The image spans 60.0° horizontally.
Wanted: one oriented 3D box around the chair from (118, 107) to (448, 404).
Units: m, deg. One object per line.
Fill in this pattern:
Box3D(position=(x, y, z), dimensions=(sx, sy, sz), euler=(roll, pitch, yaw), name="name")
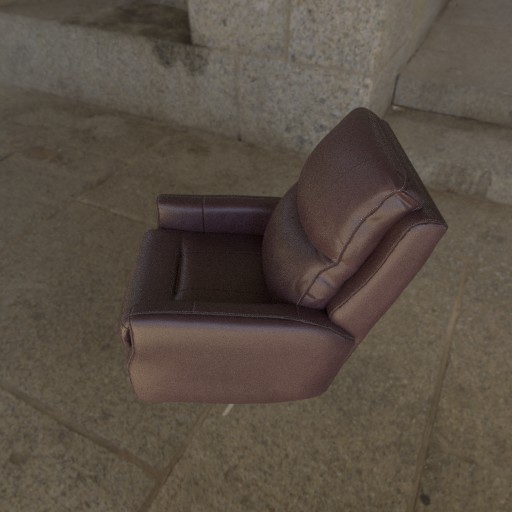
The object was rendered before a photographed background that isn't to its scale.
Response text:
Box3D(position=(0.000, 0.000, 1.775), dimensions=(1.080, 1.030, 0.829), euler=(-1, 42, -1), name="chair")
